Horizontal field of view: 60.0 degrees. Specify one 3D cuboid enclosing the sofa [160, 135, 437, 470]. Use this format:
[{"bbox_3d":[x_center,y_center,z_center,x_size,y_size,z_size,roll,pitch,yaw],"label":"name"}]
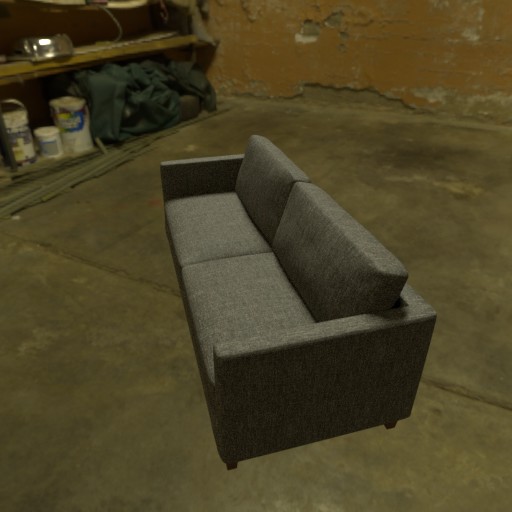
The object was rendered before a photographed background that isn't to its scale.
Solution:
[{"bbox_3d":[0.000,0.000,2.722,0.948,0.960,2.208,-8,32,-14],"label":"sofa"}]
